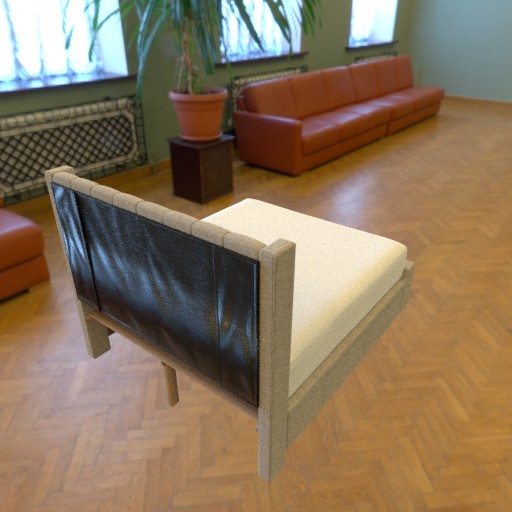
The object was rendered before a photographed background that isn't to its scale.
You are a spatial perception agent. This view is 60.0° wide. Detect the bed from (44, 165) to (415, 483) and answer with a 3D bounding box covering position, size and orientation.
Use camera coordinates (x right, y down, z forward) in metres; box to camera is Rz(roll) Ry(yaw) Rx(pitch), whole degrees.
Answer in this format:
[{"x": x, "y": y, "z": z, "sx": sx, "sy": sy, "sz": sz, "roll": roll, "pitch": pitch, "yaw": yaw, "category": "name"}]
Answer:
[{"x": 0.000, "y": 0.000, "z": 3.855, "sx": 2.044, "sy": 1.748, "sz": 2.372, "roll": 21, "pitch": 35, "yaw": 32, "category": "bed"}]
